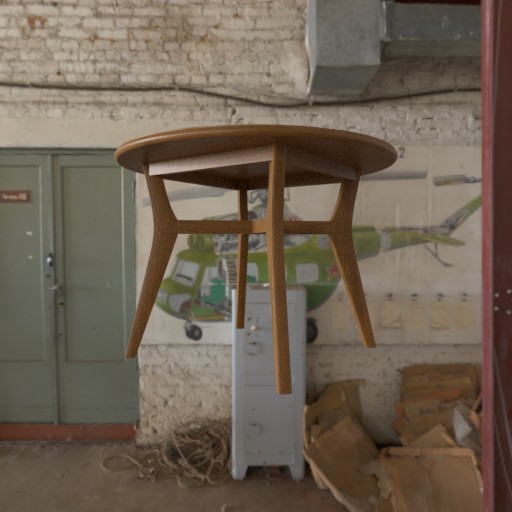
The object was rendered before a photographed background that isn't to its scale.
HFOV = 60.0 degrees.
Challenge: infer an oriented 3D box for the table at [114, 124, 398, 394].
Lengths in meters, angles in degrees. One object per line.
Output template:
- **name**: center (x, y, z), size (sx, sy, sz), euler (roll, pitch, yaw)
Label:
- **table**: center (0.000, 0.000, 1.745), size (1.055, 0.757, 1.055), euler (0, 2, 0)
